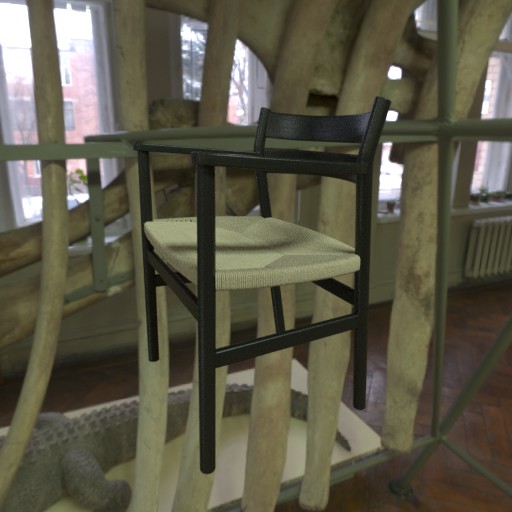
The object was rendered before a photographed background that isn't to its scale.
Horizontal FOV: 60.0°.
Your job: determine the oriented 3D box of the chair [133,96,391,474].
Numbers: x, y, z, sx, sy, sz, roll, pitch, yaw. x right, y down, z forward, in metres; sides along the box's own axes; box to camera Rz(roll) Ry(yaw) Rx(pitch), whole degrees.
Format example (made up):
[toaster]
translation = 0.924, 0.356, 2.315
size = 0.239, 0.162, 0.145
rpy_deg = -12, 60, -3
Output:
[chair]
translation = 0.000, 0.000, 1.176
size = 0.508, 0.775, 0.630
rpy_deg = -7, 18, -24
